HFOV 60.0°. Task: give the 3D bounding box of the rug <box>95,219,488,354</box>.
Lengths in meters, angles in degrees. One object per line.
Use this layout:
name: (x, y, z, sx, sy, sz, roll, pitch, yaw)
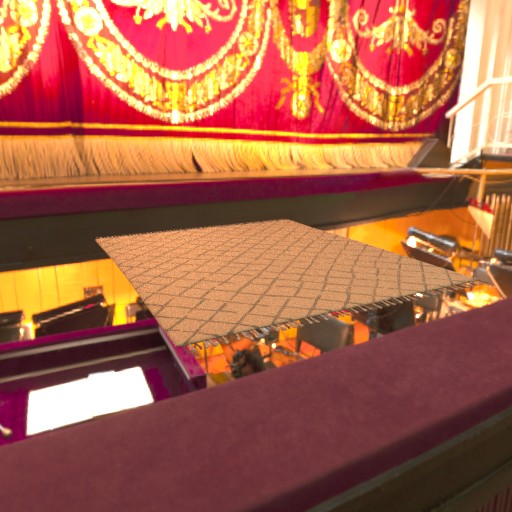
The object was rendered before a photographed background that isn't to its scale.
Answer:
rug: (0.000, 0.000, 4.876, 2.892, 0.036, 3.585, -8, 17, -27)
